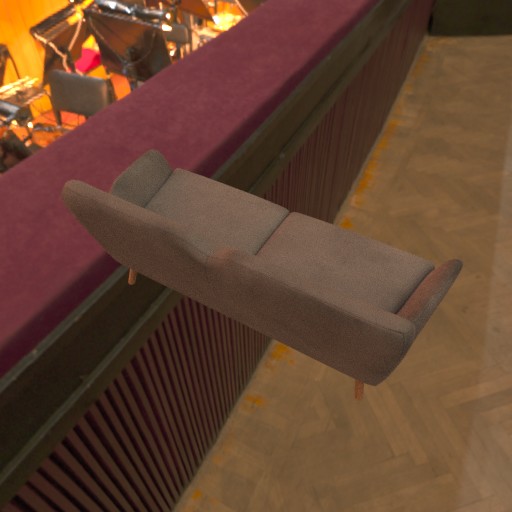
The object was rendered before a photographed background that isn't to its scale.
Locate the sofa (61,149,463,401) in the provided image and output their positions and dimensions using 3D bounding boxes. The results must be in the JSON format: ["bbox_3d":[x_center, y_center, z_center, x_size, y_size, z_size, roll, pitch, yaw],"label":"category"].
[{"bbox_3d":[0.000,0.000,2.311,1.870,0.810,0.850,23,51,20],"label":"sofa"}]
